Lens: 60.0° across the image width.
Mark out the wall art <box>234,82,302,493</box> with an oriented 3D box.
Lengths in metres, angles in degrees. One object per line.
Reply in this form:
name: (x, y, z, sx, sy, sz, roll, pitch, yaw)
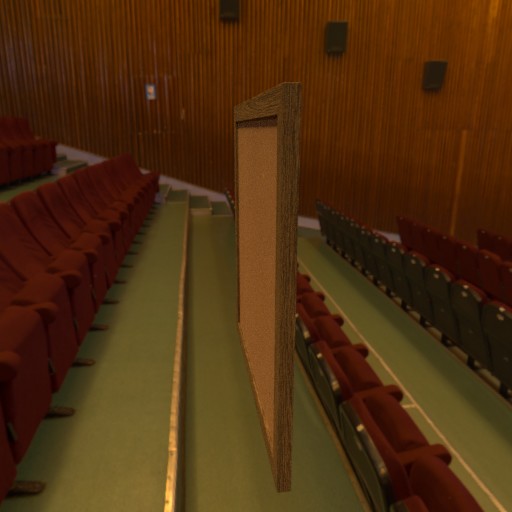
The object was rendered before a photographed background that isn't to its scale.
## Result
wall art: (0.000, 0.000, 0.760, 0.019, 0.508, 0.508, -2, 16, -8)
